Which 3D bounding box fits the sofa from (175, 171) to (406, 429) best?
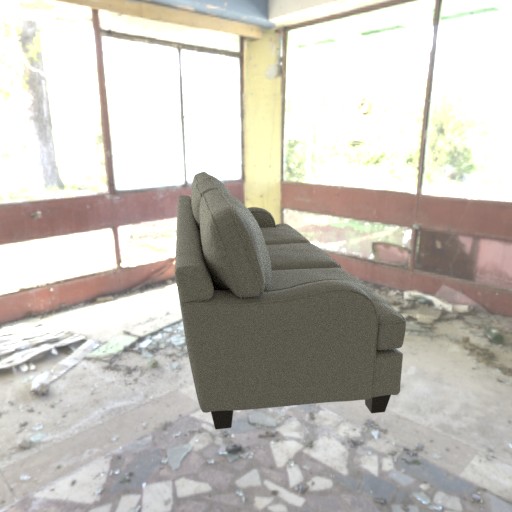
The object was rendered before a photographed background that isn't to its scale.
[{"bbox_3d":[0.000,0.000,2.950,1.016,0.997,2.323,-2,15,-9],"label":"sofa"}]
